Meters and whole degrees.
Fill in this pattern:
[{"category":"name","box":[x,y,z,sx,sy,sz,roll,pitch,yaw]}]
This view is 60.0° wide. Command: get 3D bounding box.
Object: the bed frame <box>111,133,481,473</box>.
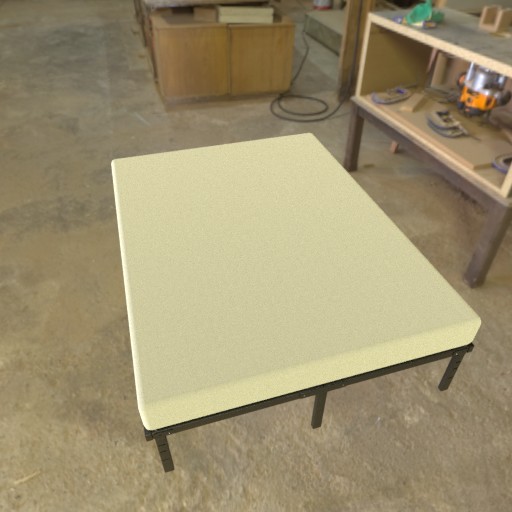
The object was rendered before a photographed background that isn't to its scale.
[{"category":"bed frame","box":[0.000,0.000,3.496,1.990,0.680,2.635,-11,42,-13]}]
